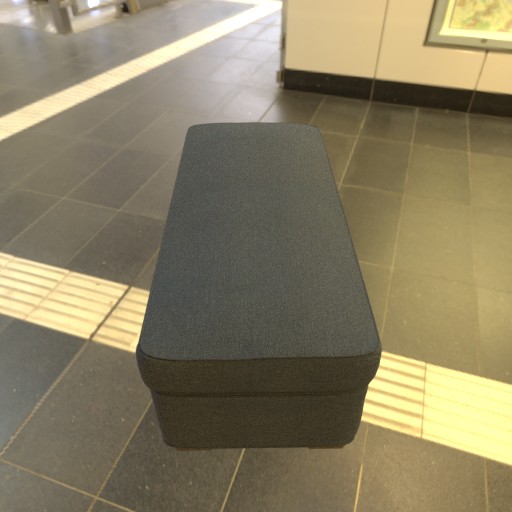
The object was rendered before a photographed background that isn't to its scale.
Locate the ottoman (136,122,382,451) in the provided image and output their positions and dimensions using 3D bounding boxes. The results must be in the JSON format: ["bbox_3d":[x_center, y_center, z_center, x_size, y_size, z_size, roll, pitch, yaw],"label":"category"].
[{"bbox_3d":[0.000,0.000,1.419,0.515,0.460,1.110,-1,41,-1],"label":"ottoman"}]
